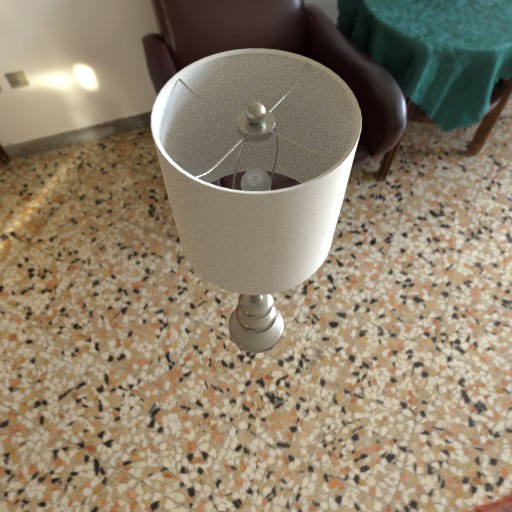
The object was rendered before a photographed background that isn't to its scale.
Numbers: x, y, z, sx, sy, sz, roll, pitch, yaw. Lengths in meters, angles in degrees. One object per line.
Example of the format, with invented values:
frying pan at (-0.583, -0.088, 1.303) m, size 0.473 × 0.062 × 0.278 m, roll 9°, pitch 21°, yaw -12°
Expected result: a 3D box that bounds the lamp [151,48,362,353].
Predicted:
lamp at (0.000, 0.000, 0.819) m, size 0.254 × 0.690 × 0.254 m, roll 31°, pitch 63°, yaw 17°
